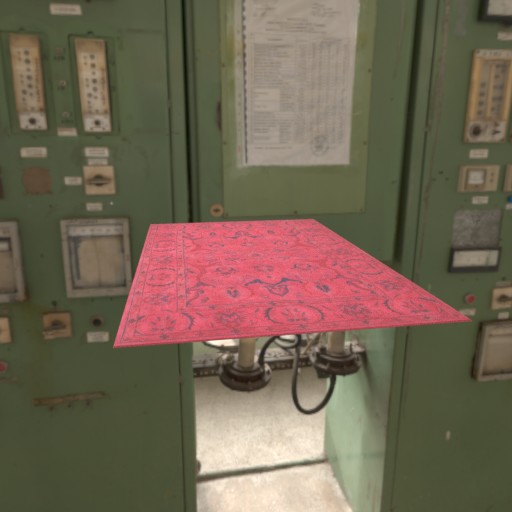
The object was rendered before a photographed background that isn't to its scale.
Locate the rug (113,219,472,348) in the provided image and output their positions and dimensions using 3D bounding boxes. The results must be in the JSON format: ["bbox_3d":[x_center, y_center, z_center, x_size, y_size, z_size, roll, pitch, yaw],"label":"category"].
[{"bbox_3d":[0.000,0.000,2.992,1.534,0.010,2.423,-3,16,-9],"label":"rug"}]
